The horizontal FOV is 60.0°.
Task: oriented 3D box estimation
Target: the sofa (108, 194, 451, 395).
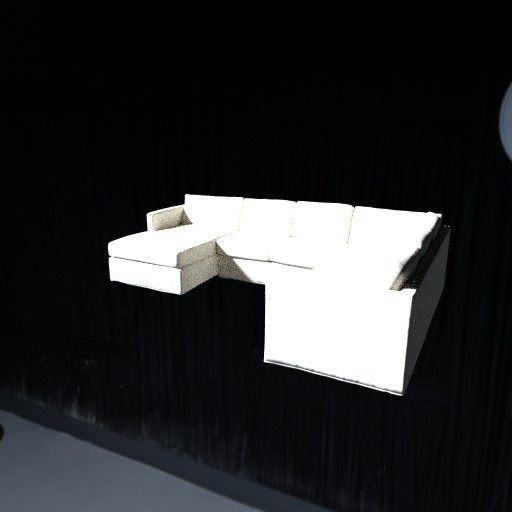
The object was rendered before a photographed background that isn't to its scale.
[{"bbox_3d":[0.000,0.000,4.559,3.464,0.882,2.448,8,17,27],"label":"sofa"}]
